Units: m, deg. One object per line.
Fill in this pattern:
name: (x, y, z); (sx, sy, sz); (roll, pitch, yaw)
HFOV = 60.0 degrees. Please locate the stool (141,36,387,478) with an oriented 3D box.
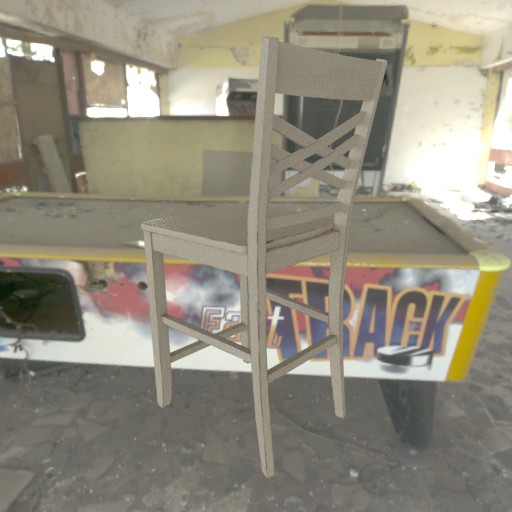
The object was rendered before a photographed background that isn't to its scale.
stool: (0.000, 0.000, 1.320); (0.539, 1.079, 0.462); (15, 22, 42)
